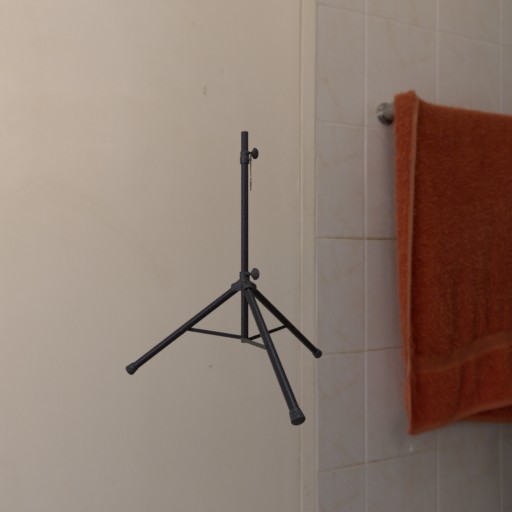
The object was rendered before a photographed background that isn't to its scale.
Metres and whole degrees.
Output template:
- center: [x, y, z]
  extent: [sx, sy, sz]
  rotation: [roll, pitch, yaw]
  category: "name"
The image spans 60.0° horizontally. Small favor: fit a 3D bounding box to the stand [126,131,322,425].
- center: [0.000, 0.000, 1.890]
  extent: [1.045, 1.136, 0.907]
  rotation: [0, 0, -18]
  category: "stand"
